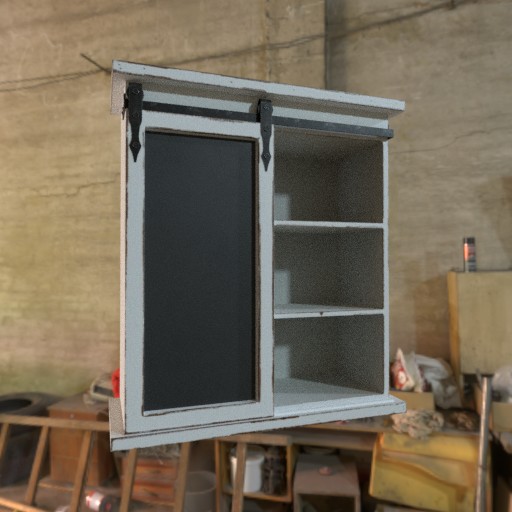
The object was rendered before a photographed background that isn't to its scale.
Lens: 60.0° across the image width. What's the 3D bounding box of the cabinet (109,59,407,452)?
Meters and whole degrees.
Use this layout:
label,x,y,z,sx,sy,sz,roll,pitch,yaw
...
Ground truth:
label,x,y,z,sx,sy,sz,roll,pitch,yaw
cabinet,0.000,0.000,0.867,0.541,0.603,0.210,0,-1,-19
